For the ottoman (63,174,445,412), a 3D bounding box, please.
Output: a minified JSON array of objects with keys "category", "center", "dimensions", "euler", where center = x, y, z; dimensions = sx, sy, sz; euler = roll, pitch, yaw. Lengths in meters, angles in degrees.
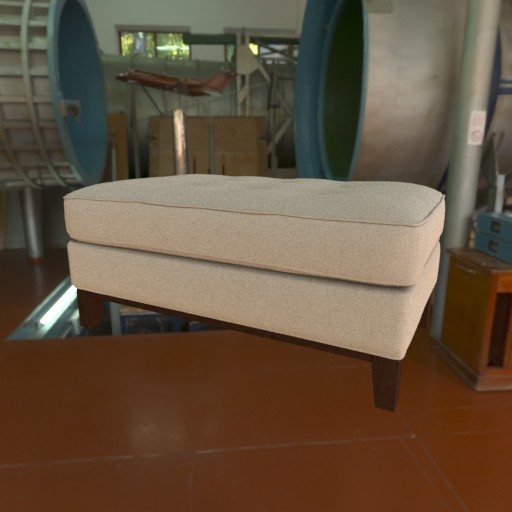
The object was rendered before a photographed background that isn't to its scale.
[{"category":"ottoman","center":[0.000,0.000,1.513],"dimensions":[1.143,0.508,0.648],"euler":[8,17,27]}]
